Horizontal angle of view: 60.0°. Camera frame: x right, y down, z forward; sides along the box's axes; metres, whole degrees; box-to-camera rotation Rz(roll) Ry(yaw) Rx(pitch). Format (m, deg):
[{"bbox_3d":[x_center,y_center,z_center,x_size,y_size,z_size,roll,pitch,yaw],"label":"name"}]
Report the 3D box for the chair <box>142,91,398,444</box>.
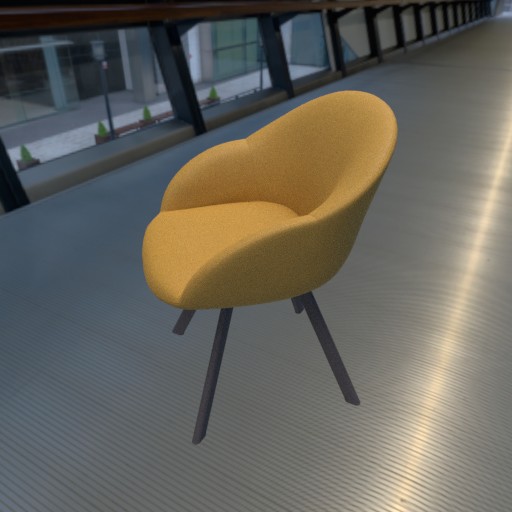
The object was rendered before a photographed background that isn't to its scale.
[{"bbox_3d":[0.000,0.000,1.181,0.583,0.793,0.551,-8,33,-13],"label":"chair"}]
